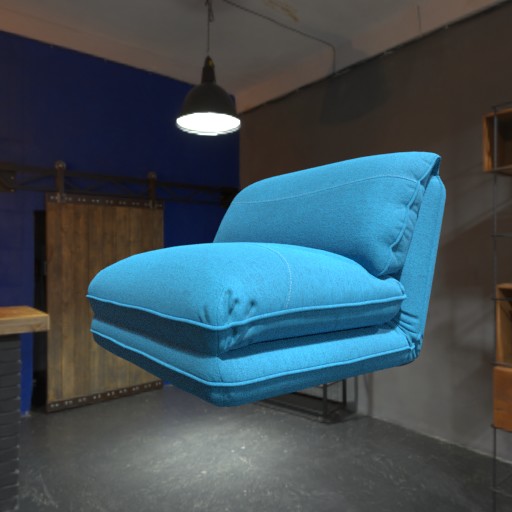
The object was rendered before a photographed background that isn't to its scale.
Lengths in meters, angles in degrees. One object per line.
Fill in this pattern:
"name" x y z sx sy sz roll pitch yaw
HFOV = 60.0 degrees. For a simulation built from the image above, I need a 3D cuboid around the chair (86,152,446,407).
"chair" 0.000 0.000 1.313 0.780 0.580 0.820 0 0 -37
